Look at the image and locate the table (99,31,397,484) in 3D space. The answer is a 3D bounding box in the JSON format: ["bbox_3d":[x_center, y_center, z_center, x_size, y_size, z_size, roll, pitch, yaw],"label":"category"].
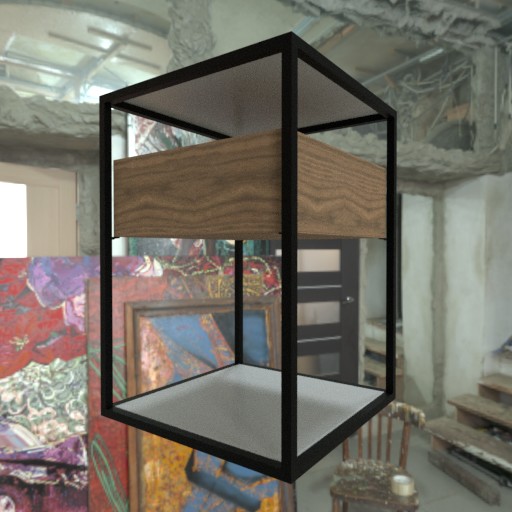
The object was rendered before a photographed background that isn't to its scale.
[{"bbox_3d":[0.000,0.000,0.791,0.378,0.540,0.378,1,1,36],"label":"table"}]
